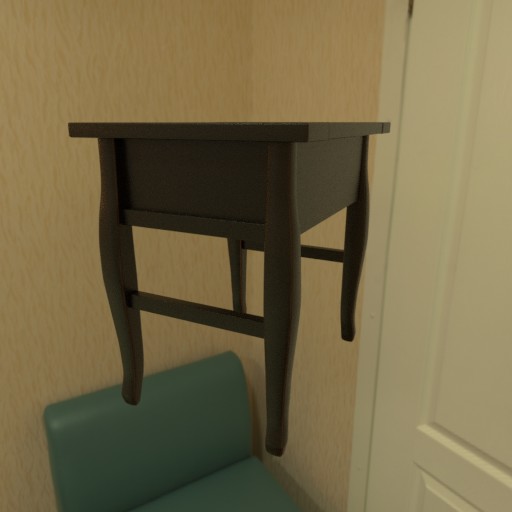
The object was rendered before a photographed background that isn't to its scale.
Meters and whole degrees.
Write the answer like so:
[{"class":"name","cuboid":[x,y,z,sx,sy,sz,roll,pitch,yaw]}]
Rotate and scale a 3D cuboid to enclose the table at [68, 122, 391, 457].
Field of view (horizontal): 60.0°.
[{"class":"table","cuboid":[0.000,0.000,1.044,0.460,0.604,0.602,8,19,25]}]
